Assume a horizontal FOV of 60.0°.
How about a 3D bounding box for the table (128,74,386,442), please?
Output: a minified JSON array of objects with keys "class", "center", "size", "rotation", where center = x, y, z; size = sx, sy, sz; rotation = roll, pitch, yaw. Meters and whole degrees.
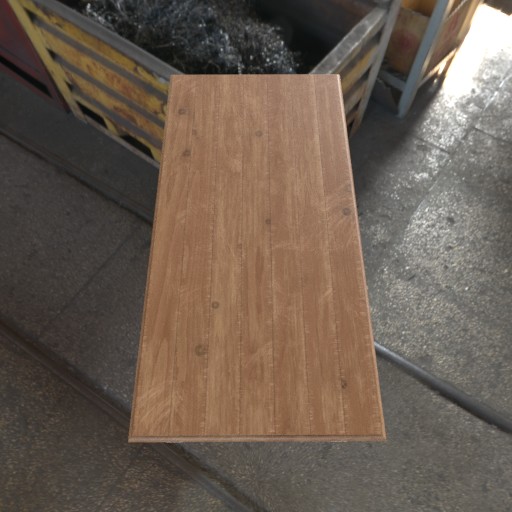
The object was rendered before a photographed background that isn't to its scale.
[{"class":"table","center":[0.000,0.000,1.403],"size":[0.559,0.458,1.118],"rotation":[0,63,0]}]
